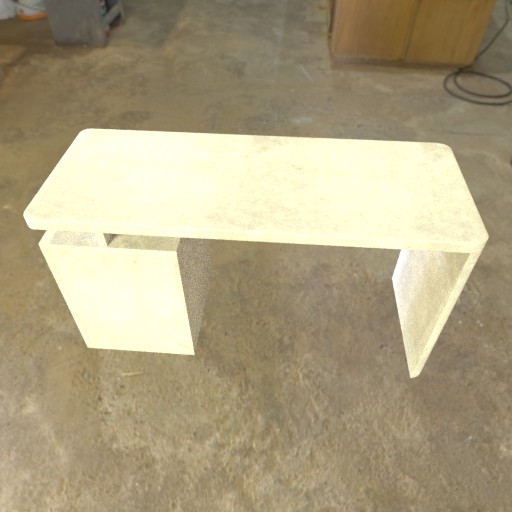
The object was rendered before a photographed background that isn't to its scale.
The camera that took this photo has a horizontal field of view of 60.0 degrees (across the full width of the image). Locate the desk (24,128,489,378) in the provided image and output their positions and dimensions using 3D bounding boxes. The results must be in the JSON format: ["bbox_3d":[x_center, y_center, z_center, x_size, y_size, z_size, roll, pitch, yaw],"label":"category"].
[{"bbox_3d":[0.000,0.000,1.761,1.400,0.755,0.550,3,45,3],"label":"desk"}]
